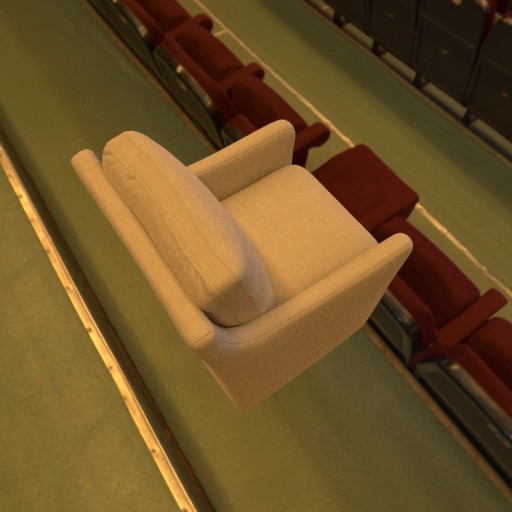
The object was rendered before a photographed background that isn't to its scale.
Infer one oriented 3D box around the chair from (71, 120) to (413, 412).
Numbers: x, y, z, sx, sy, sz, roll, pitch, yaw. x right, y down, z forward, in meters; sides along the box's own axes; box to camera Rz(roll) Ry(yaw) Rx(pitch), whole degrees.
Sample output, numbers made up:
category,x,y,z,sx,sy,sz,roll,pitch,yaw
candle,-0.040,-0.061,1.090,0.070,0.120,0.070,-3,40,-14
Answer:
category,x,y,z,sx,sy,sz,roll,pitch,yaw
chair,0.000,0.000,1.381,0.694,0.914,0.626,-31,64,-17
